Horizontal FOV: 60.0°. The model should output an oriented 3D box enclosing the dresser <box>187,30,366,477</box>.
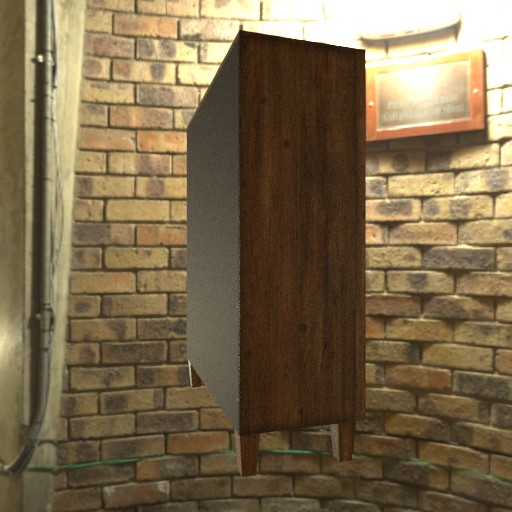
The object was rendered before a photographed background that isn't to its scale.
[{"bbox_3d":[0.000,0.000,1.904,0.438,1.359,1.067,0,0,-17],"label":"dresser"}]
